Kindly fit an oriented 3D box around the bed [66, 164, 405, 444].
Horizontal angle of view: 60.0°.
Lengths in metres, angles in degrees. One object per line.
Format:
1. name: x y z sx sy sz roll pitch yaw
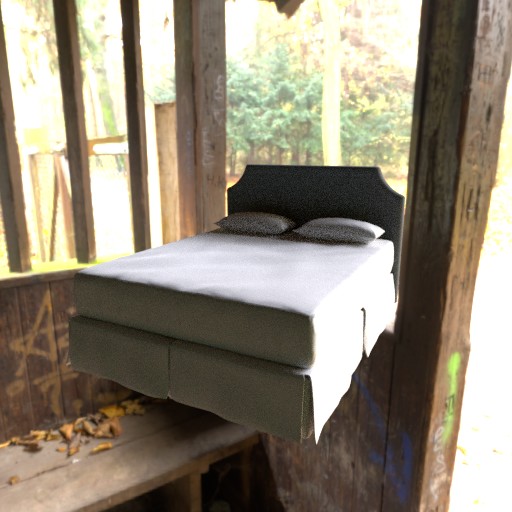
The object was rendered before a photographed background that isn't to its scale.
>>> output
1. bed: 0.000 0.000 3.409 1.811 1.296 2.259 7 15 27
